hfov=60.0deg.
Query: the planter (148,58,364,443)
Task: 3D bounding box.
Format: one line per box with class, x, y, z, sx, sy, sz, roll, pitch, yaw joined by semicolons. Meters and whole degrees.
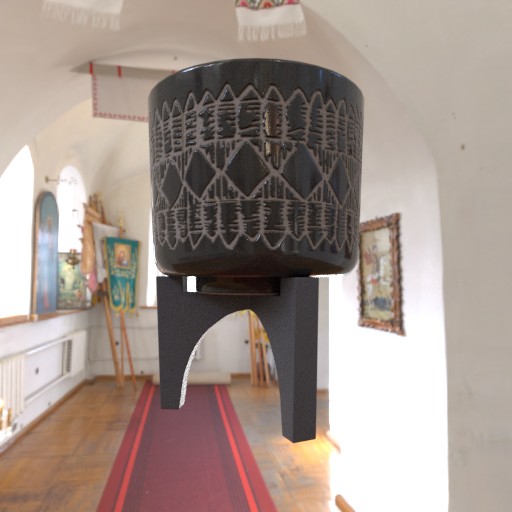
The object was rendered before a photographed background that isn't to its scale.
planter;0.000;0.000;0.521;0.251;0.355;0.251;-1;-2;35
